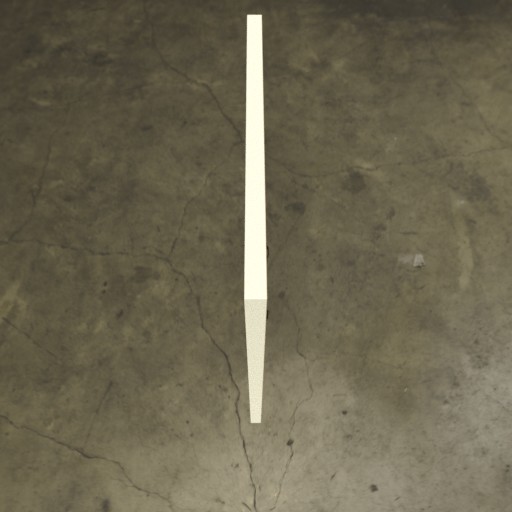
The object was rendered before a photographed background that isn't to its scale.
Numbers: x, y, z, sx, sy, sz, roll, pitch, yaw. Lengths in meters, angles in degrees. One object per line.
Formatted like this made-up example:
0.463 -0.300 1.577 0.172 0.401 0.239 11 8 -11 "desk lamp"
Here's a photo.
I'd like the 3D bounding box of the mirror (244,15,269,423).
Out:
0.000 0.000 1.320 0.040 1.016 0.762 0 59 0 "mirror"
